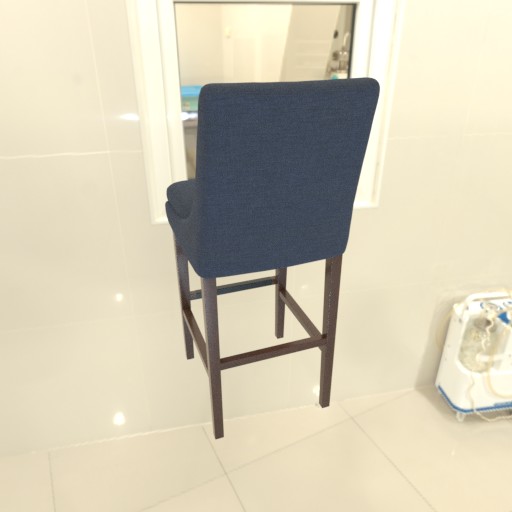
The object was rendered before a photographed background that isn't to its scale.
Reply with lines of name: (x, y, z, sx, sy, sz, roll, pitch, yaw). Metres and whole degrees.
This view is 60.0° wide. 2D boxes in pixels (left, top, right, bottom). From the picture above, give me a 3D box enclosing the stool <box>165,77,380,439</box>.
stool: (0.000, 0.000, 1.396, 0.470, 1.078, 0.577, -9, 29, -18)
